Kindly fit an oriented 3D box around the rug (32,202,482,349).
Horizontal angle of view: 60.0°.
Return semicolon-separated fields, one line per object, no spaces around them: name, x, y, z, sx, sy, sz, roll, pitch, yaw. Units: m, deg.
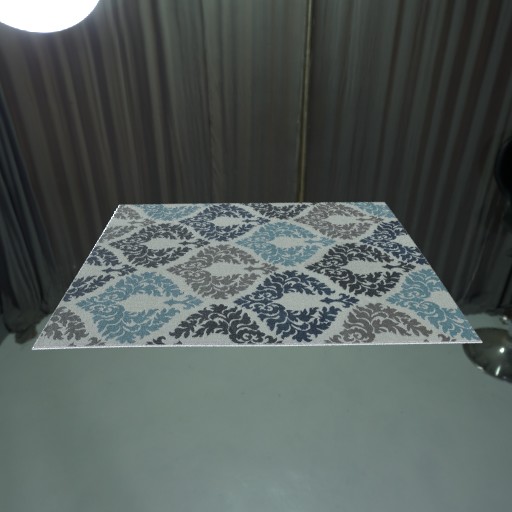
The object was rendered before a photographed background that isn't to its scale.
rug;0.000;0.000;4.020;3.040;0.014;2.423;-1;30;-1
